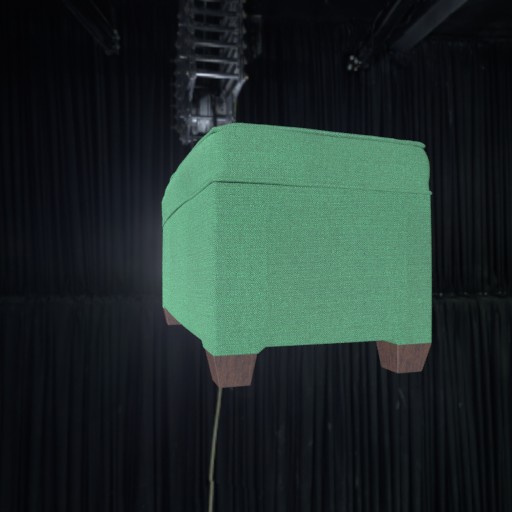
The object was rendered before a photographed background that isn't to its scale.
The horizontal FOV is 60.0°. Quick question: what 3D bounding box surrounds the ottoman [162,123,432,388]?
[{"bbox_3d":[0.000,0.000,1.243,0.483,0.471,0.957,0,-1,-17],"label":"ottoman"}]
